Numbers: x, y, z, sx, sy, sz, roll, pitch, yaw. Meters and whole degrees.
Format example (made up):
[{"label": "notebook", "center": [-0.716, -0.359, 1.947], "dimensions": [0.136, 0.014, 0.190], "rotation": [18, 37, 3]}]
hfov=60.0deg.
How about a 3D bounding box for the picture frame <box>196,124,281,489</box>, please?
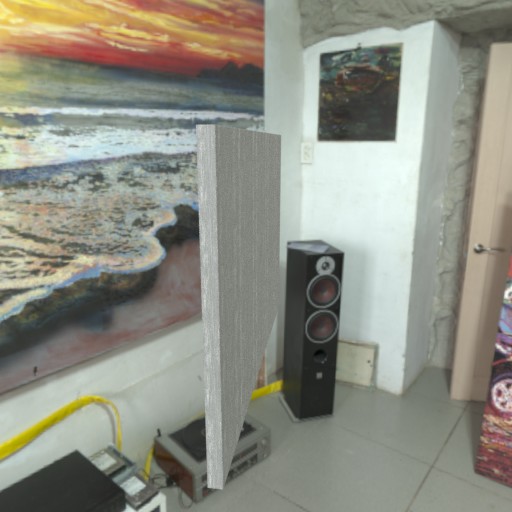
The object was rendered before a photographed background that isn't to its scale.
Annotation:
[{"label": "picture frame", "center": [0.000, 0.000, 1.188], "dimensions": [0.029, 0.640, 0.950], "rotation": [2, 15, 9]}]
